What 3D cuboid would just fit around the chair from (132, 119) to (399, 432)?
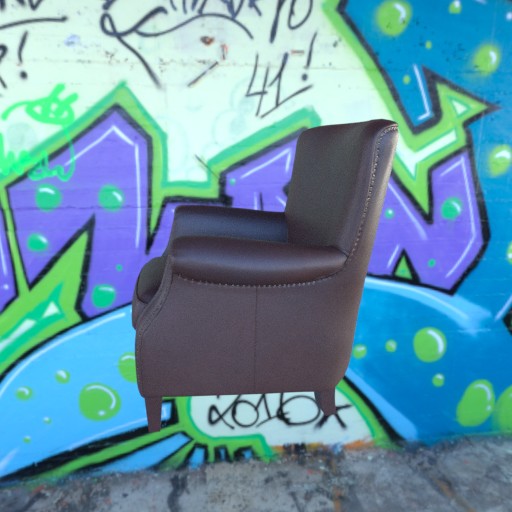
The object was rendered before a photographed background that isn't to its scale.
[{"bbox_3d":[0.000,0.000,1.371,0.746,0.800,0.700,-2,15,-9],"label":"chair"}]
